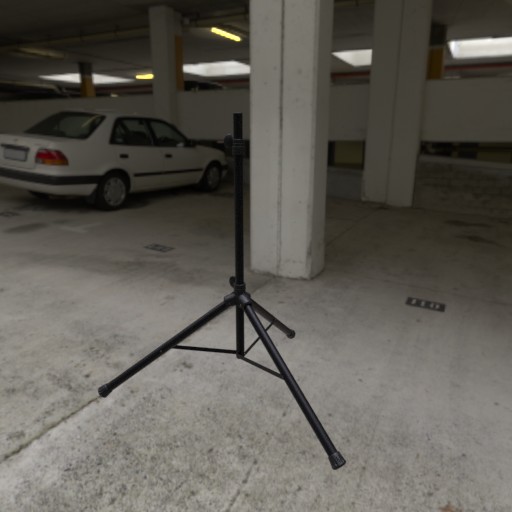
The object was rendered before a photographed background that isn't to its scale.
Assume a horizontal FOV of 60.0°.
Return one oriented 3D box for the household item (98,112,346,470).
[{"bbox_3d":[0.000,0.000,1.864,1.045,1.136,0.907,8,17,25],"label":"household item"}]
